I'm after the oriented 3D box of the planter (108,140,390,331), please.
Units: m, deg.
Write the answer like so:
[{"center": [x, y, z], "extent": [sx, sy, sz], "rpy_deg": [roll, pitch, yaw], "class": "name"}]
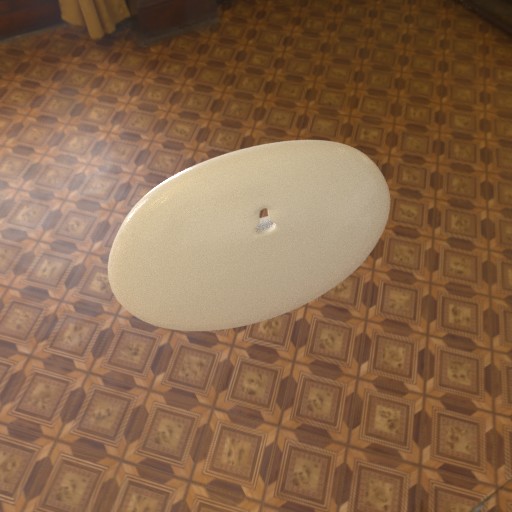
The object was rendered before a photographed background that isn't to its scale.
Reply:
[{"center": [0.000, 0.000, 0.290], "extent": [0.185, 0.188, 0.043], "rpy_deg": [-15, 59, -9], "class": "planter"}]
